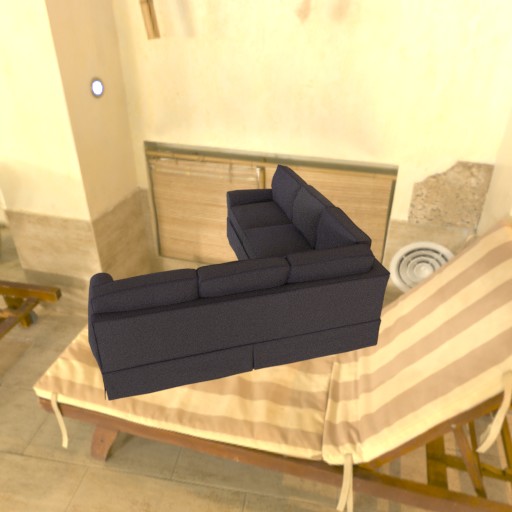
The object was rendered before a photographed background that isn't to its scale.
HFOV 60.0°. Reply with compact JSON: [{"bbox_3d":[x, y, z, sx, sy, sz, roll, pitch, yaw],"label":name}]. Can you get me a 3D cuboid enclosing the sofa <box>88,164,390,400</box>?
[{"bbox_3d":[0.000,0.000,5.026,2.874,1.169,3.773,8,32,13],"label":"sofa"}]
